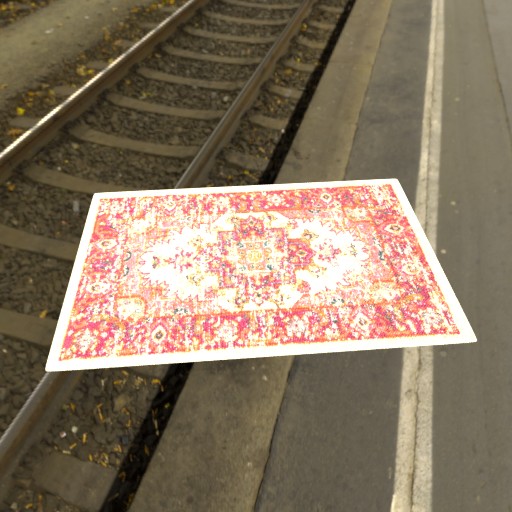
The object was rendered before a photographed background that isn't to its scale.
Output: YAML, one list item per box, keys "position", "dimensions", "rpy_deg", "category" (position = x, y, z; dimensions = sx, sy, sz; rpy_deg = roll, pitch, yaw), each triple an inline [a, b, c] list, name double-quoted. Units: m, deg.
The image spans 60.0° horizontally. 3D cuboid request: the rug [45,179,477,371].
- position: [0.000, 0.000, 1.075]
  dimensions: [0.868, 0.004, 0.556]
  rpy_deg: [-3, 46, -3]
  category: "rug"
